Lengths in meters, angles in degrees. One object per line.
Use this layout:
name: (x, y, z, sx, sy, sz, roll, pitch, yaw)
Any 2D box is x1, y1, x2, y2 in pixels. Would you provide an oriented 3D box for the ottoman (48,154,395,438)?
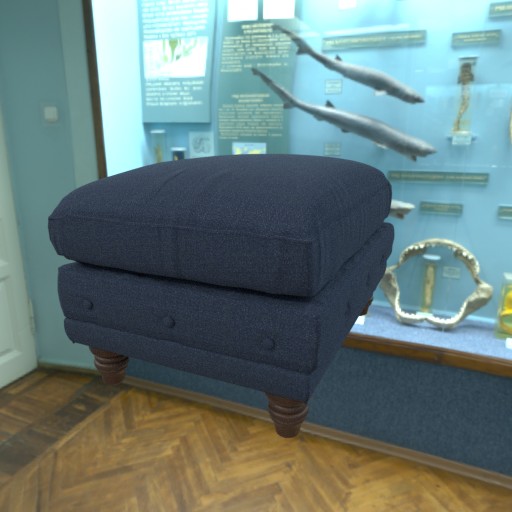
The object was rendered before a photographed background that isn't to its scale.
ottoman: (0.000, 0.000, 1.100, 0.558, 0.486, 0.767, 7, 17, 24)
